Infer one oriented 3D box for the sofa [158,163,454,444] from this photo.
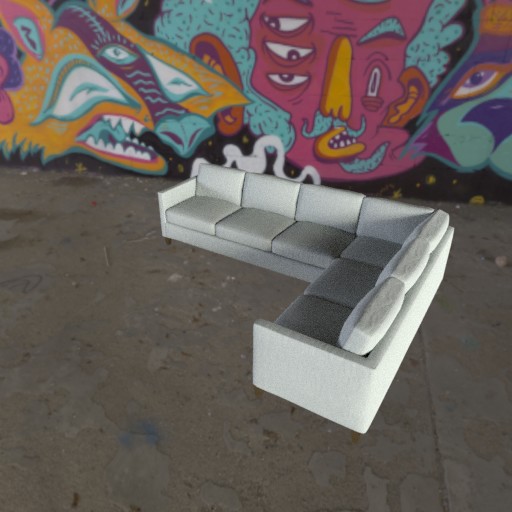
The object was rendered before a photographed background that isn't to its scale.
[{"bbox_3d":[0.000,0.000,4.548,3.333,0.934,2.522,17,33,28],"label":"sofa"}]
